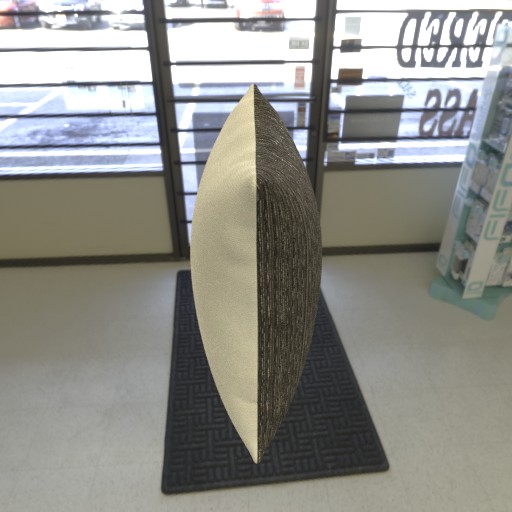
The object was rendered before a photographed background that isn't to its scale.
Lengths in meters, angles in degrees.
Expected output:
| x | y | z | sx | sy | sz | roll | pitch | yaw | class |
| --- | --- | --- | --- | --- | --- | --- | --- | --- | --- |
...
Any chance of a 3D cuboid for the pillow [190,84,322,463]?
| x | y | z | sx | sy | sz | roll | pitch | yaw | class |
| --- | --- | --- | --- | --- | --- | --- | --- | --- | --- |
| 0.000 | 0.000 | 0.696 | 0.196 | 0.434 | 0.433 | 0 | 32 | -1 | pillow |
